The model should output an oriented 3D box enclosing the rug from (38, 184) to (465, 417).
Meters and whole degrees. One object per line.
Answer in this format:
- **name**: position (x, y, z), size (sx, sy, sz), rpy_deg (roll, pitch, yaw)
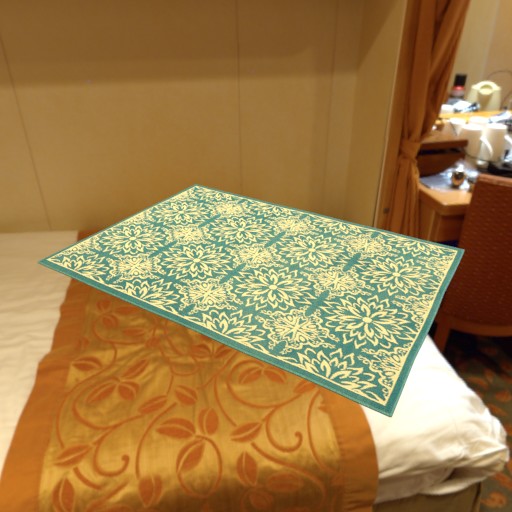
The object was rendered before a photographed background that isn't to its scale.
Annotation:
- **rug**: position (0.000, 0.000, 2.790), size (2.205, 0.012, 1.554), rpy_deg (17, 34, 27)
